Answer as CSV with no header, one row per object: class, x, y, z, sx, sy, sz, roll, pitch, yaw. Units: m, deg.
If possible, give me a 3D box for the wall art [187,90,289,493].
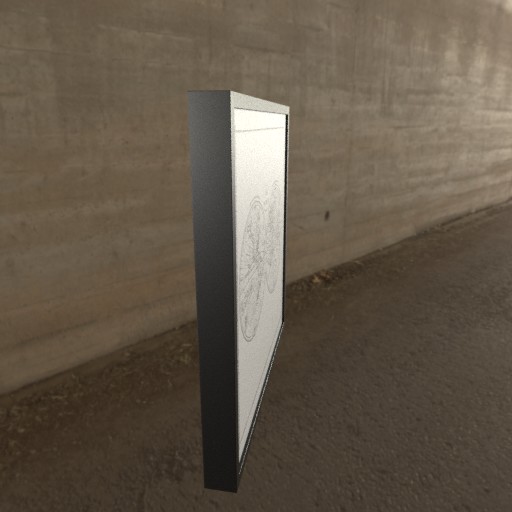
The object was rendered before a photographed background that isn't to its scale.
wall art,0.000,0.000,0.483,0.029,0.318,0.327,3,17,10
